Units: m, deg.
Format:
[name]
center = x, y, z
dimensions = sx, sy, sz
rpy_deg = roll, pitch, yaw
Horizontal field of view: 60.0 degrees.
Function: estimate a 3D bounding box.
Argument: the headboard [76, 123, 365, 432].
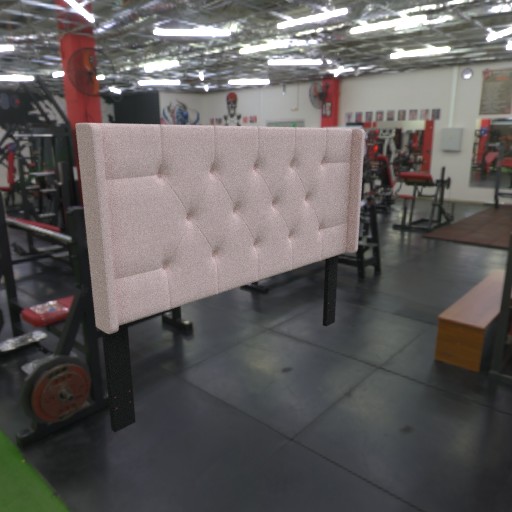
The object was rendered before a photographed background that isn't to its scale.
[headboard]
center = 0.000, 0.000, 2.719
dimensions = 0.184, 1.524, 2.051
rpy_deg = 14, 21, 42
